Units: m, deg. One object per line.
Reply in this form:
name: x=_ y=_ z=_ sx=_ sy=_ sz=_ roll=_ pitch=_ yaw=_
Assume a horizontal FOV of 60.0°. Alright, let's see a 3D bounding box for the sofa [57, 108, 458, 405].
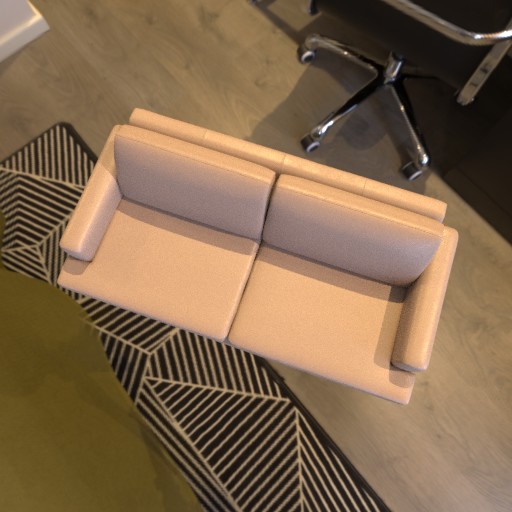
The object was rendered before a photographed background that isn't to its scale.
sofa: x=0.000 y=0.000 z=2.373 sx=1.940 sy=0.765 sz=0.974 roll=18 pitch=76 yaw=5
